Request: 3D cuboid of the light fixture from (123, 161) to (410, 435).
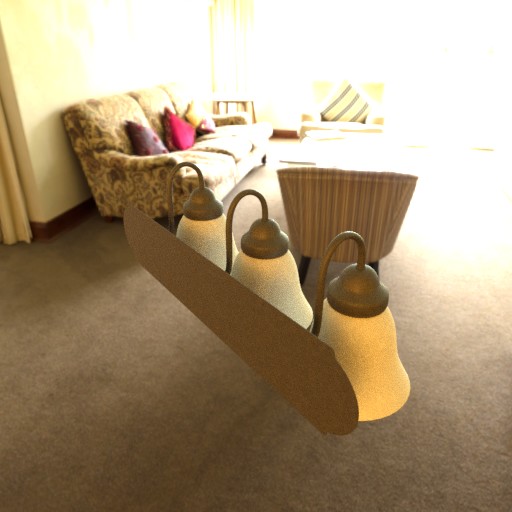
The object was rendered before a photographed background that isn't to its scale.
[{"bbox_3d":[0.000,0.000,0.693,0.199,0.222,0.610,-18,32,-32],"label":"light fixture"}]
